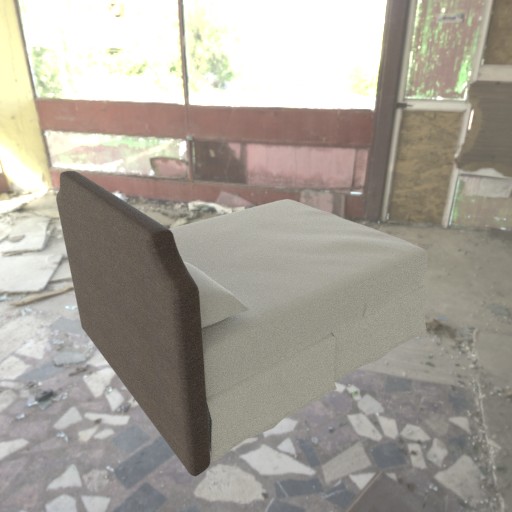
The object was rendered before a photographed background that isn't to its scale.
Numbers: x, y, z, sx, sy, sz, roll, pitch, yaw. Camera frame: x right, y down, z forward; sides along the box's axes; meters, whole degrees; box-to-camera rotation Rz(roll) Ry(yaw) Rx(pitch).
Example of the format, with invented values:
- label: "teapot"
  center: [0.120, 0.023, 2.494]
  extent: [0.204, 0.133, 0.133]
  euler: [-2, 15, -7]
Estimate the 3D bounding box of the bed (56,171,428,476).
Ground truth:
- label: "bed"
  center: [0.000, 0.000, 3.141]
  extent: [2.116, 1.290, 1.693]
  euler: [-19, 31, -34]
